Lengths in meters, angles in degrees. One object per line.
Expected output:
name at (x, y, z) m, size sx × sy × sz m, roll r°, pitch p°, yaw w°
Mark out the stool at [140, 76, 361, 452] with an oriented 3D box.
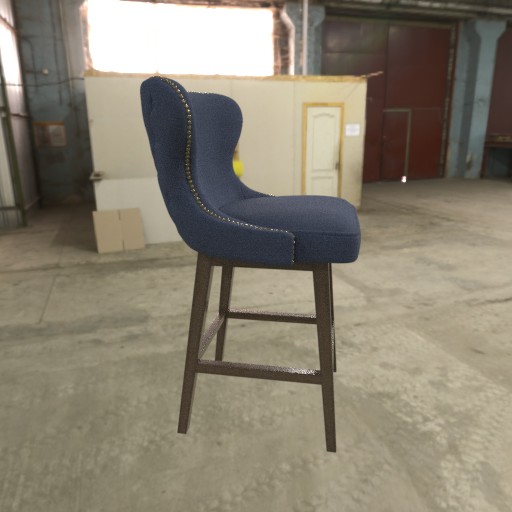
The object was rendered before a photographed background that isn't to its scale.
stool at (0.000, 0.000, 1.343) m, size 0.597 × 0.972 × 0.615 m, roll 3°, pitch 16°, yaw 10°
